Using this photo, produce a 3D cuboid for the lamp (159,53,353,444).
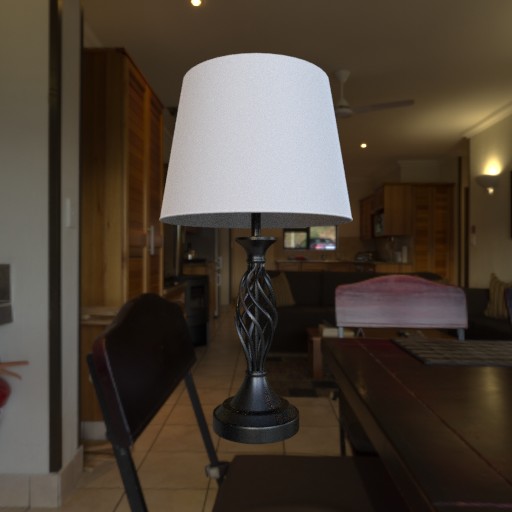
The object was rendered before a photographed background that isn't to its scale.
[{"bbox_3d":[0.000,0.000,0.774,0.331,0.594,0.331,0,0,0],"label":"lamp"}]
